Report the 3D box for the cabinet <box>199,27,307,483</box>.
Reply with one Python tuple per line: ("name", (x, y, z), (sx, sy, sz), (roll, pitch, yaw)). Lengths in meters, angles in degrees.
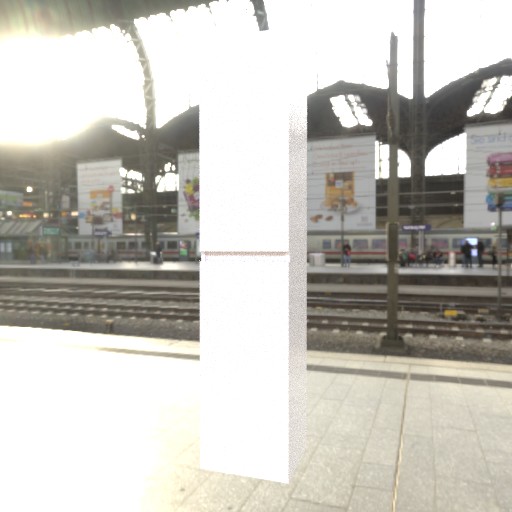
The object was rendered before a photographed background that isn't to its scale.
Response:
("cabinet", (0.000, 0.000, 1.532), (0.300, 1.400, 0.269), (0, 1, 18))
